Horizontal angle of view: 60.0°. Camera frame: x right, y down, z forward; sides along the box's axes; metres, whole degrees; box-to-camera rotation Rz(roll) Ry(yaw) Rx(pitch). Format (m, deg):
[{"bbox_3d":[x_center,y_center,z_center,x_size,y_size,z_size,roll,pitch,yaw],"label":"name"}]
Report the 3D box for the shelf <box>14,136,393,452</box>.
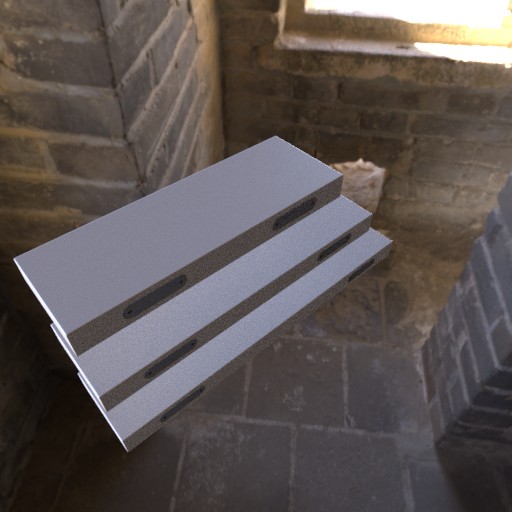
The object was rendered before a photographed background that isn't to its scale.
[{"bbox_3d":[0.000,0.000,0.711,0.610,0.293,0.140,-32,53,-27],"label":"shelf"}]
